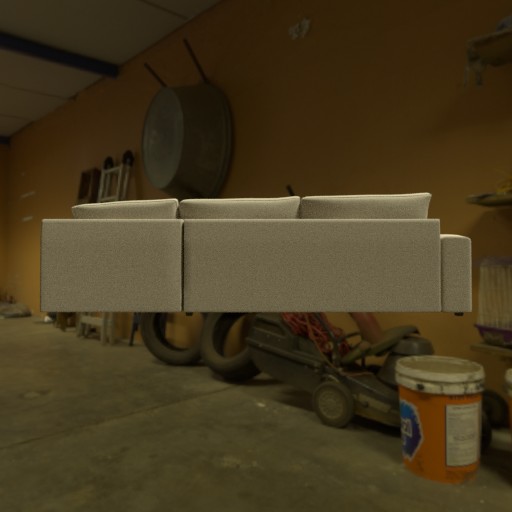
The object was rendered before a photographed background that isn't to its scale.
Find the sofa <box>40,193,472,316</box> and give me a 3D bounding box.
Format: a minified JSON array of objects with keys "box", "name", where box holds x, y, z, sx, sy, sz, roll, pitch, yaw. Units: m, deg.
[{"box":[0.000,0.000,4.741,3.066,0.918,3.206,0,-1,0],"name":"sofa"}]
